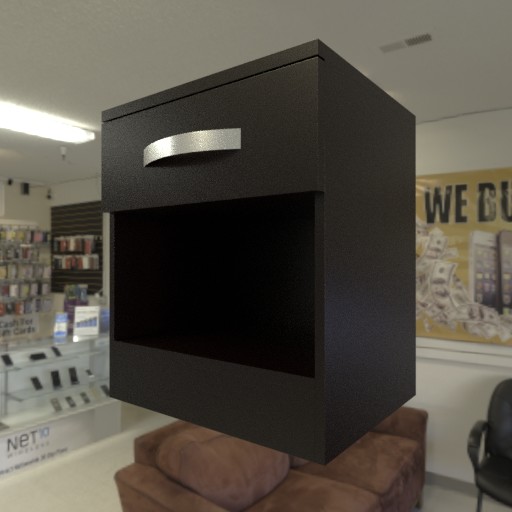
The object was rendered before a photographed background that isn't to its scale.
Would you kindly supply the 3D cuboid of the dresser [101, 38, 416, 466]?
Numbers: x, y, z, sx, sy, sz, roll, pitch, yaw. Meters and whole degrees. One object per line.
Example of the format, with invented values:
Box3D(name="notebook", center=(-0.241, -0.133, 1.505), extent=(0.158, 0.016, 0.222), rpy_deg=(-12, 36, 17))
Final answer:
Box3D(name="dresser", center=(0.000, 0.000, 0.721), extent=(0.400, 0.470, 0.360), rpy_deg=(0, 0, 37))
